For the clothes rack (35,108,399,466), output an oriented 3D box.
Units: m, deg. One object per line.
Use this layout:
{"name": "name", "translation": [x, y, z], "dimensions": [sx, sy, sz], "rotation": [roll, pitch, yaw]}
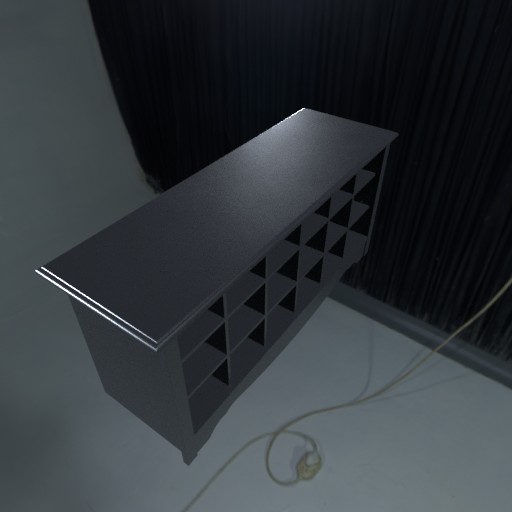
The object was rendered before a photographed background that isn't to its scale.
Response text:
{"name": "clothes rack", "translation": [0.000, 0.000, 1.504], "dimensions": [0.406, 0.556, 1.219], "rotation": [25, 46, 27]}
